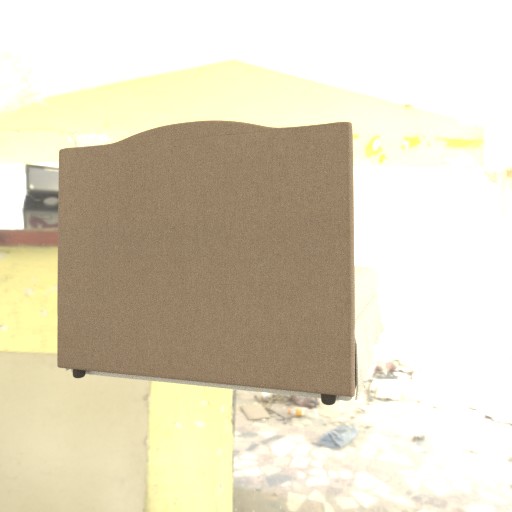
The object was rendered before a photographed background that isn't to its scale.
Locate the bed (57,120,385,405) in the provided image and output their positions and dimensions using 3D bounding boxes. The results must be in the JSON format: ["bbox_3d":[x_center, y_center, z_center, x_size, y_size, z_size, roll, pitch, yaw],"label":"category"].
[{"bbox_3d":[0.000,0.000,3.415,1.821,1.436,2.282,0,0,19],"label":"bed"}]
